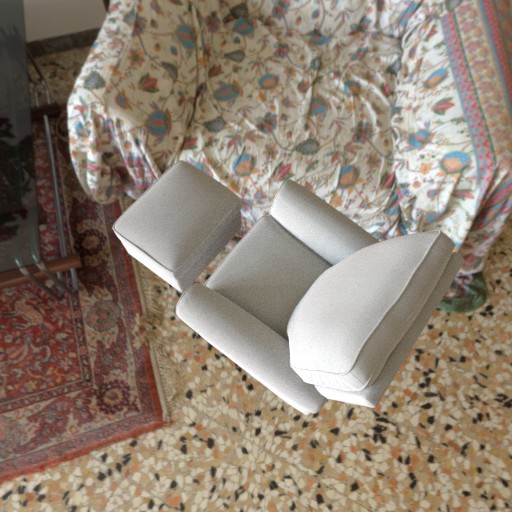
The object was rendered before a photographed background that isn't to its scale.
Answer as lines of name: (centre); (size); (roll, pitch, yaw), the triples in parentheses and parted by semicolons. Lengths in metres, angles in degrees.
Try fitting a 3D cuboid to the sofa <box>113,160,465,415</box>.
sofa: (0.000, 0.000, 2.061); (1.478, 0.959, 0.880); (34, 69, 15)
